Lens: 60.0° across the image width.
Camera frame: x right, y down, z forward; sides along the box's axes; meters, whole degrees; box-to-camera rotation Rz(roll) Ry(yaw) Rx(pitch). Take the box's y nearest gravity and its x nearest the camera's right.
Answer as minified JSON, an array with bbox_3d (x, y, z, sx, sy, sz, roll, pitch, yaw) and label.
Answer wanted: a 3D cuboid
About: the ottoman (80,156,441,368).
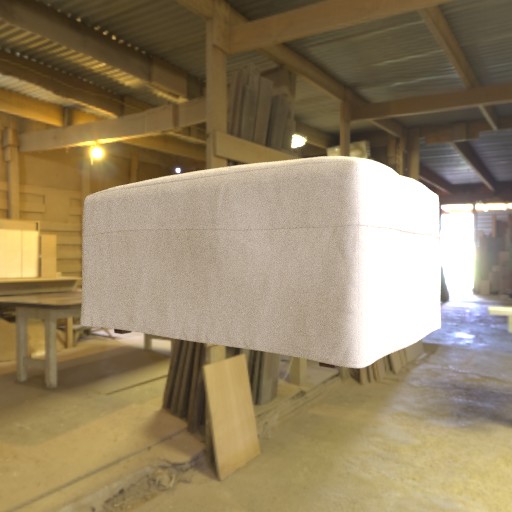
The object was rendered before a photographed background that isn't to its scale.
[{"bbox_3d":[0.000,0.000,1.249,0.872,0.444,0.590,0,0,36],"label":"ottoman"}]
